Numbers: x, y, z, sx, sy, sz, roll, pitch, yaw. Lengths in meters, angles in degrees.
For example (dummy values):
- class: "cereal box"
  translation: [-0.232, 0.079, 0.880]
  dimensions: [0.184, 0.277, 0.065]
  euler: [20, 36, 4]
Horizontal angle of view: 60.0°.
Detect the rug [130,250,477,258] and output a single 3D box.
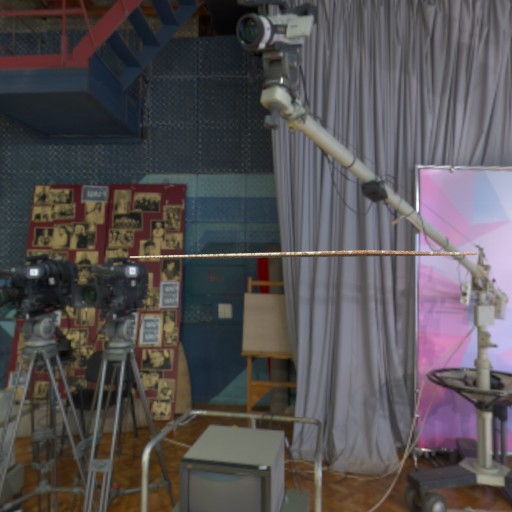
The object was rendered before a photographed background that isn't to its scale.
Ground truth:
- class: "rug"
  translation: [0.000, 0.000, 2.799]
  dimensions: [0.750, 0.011, 2.435]
  euler: [1, -1, -36]
